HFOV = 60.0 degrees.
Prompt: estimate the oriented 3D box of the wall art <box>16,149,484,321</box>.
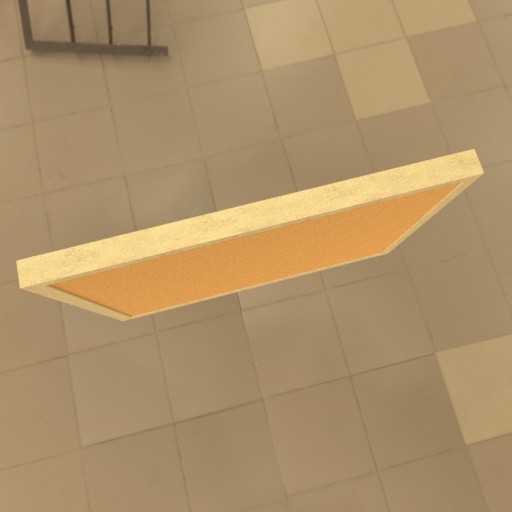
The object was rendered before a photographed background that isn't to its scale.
[{"bbox_3d":[0.000,0.000,0.680,0.532,0.380,0.032,-14,77,-3],"label":"wall art"}]
